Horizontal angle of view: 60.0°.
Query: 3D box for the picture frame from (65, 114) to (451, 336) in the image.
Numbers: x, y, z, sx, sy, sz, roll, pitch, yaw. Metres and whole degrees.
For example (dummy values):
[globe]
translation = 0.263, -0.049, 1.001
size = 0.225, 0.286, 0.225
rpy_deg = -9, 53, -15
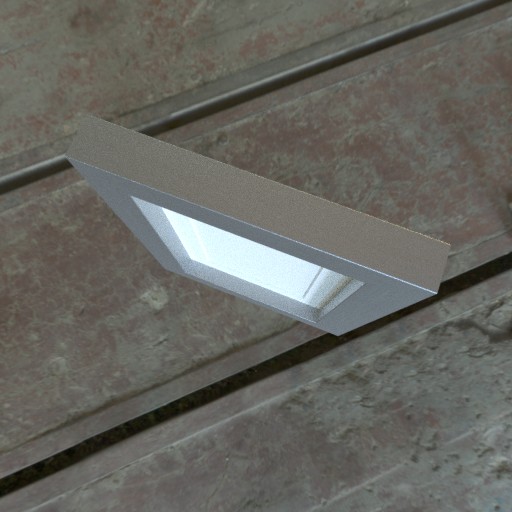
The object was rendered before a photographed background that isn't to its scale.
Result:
[picture frame]
translation = 0.000, 0.000, 0.278
size = 0.157, 0.208, 0.028
rpy_deg = 21, 76, 5
